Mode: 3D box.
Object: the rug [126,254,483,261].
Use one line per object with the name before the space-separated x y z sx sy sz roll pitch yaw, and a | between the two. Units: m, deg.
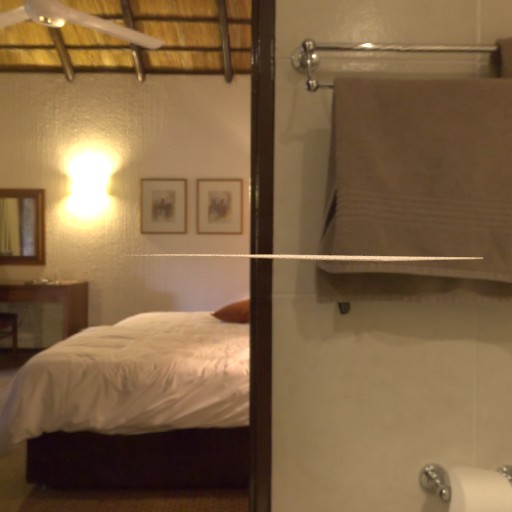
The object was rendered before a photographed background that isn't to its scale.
rug | 0.000 0.000 2.643 0.712 0.013 2.346 0 1 -37
